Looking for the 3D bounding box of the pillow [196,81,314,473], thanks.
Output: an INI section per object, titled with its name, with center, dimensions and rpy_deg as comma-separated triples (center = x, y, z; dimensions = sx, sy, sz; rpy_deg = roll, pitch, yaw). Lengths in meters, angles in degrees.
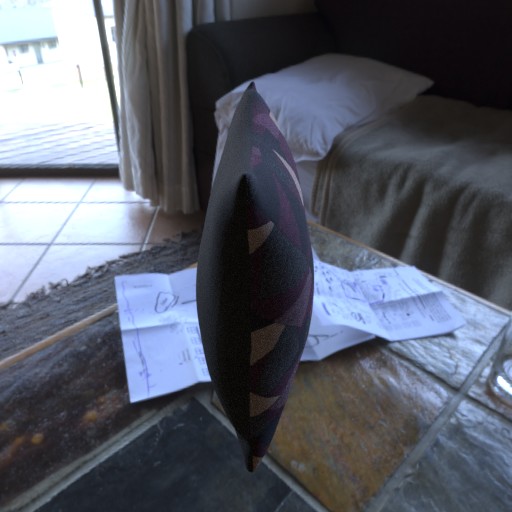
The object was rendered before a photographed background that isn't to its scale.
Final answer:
[pillow]
center = 0.000, 0.000, 0.774
dimensions = 0.208, 0.496, 0.503
rpy_deg = 0, 33, 0
